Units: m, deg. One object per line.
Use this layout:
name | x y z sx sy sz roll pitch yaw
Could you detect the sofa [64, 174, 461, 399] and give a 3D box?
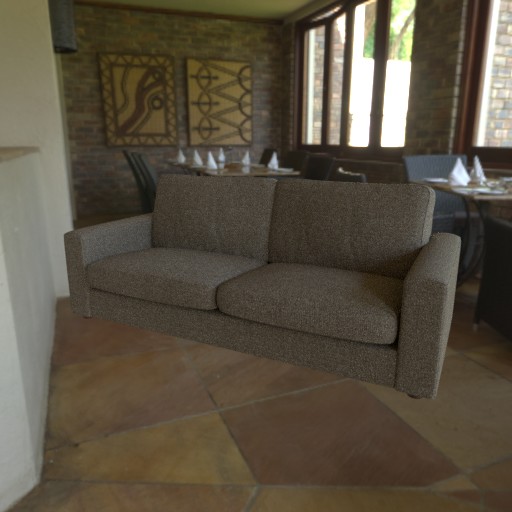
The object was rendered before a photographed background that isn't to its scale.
sofa | 0.000 0.000 2.655 2.179 0.873 1.016 7 16 26
